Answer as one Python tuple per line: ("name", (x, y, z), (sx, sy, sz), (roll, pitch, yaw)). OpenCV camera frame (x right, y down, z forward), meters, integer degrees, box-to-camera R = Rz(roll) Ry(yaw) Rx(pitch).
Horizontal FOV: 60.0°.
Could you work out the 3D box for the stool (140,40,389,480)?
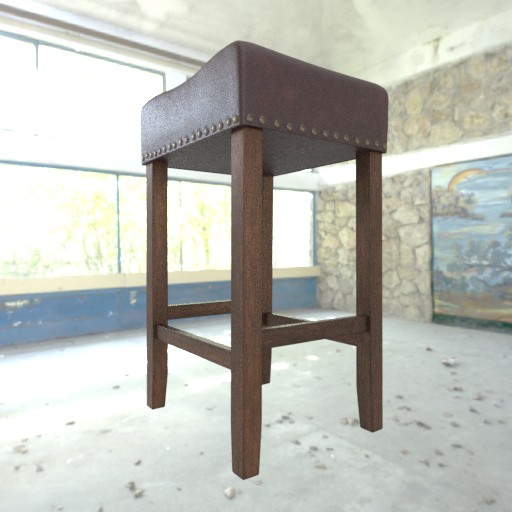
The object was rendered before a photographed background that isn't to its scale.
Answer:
("stool", (0.000, 0.000, 1.053), (0.401, 0.769, 0.465), (-1, 1, -36))
